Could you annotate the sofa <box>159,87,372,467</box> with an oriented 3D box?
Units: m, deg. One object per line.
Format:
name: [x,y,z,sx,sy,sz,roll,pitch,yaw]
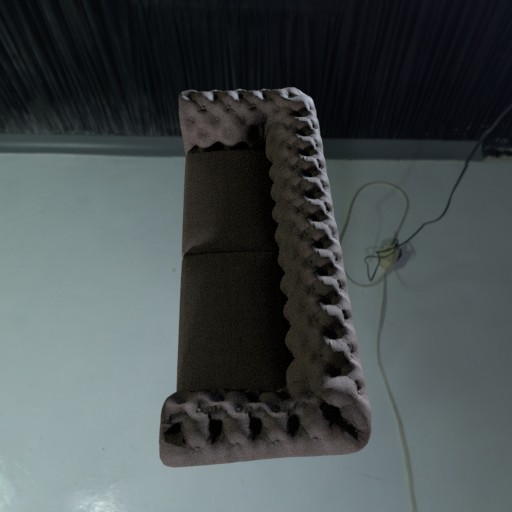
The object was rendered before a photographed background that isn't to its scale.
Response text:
sofa: [0.000,0.000,2.742,0.944,0.787,2.385,-3,58,-2]
